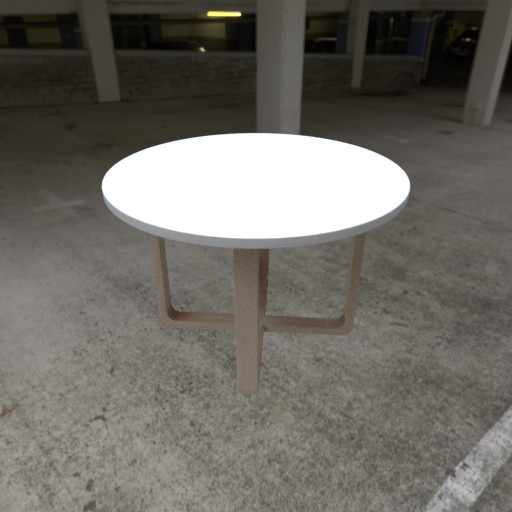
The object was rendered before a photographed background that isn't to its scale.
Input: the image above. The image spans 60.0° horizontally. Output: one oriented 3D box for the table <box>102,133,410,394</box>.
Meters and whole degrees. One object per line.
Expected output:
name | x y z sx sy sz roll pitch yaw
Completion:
table | 0.000 0.000 0.999 0.600 0.400 0.600 0 30 0
